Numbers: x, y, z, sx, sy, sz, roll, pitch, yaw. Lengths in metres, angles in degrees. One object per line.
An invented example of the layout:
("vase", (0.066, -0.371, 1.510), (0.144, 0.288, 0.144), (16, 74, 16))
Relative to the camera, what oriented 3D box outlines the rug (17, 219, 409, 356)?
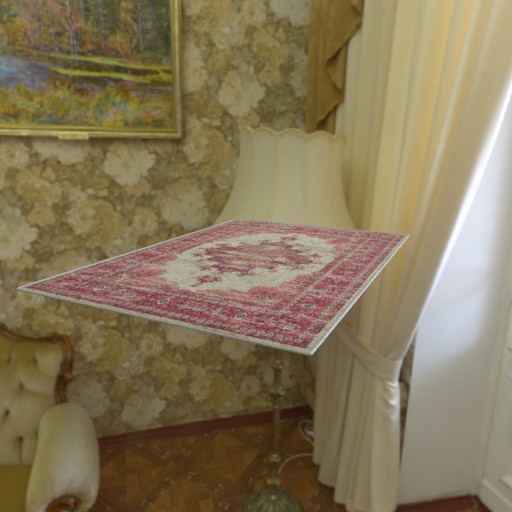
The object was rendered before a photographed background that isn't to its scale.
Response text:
("rug", (0.000, 0.000, 3.645), (2.005, 0.014, 2.878), (7, 16, 26))
